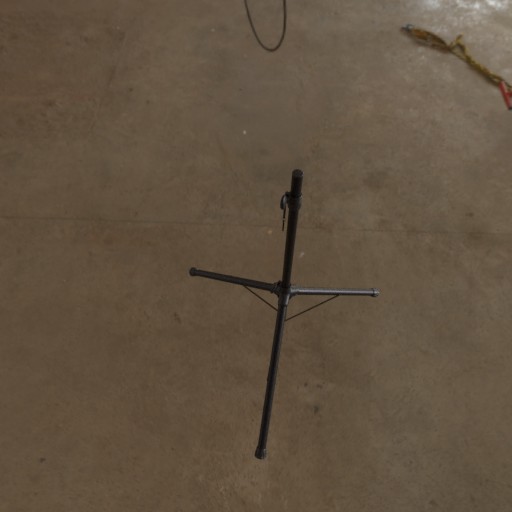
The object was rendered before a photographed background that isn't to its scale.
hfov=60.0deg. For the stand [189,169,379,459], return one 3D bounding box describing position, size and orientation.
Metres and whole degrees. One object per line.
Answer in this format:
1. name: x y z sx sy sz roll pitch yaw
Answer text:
1. stand: 0.000 0.000 1.820 0.907 1.136 1.045 34 62 21
